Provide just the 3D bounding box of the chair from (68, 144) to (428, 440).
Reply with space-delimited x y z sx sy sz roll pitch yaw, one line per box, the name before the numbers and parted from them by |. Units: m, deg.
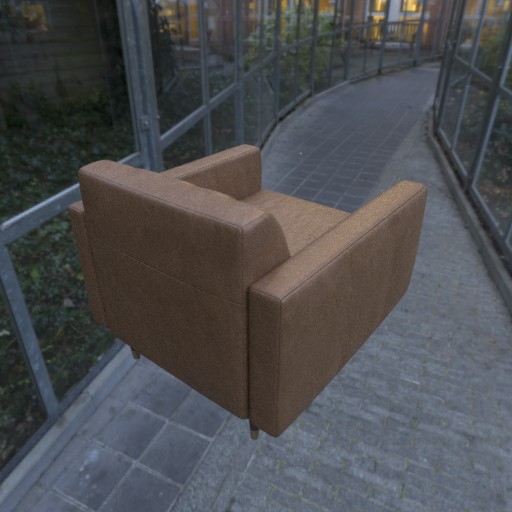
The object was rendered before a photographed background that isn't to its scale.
chair | 0.000 0.000 1.699 0.953 0.819 0.998 21 36 33
